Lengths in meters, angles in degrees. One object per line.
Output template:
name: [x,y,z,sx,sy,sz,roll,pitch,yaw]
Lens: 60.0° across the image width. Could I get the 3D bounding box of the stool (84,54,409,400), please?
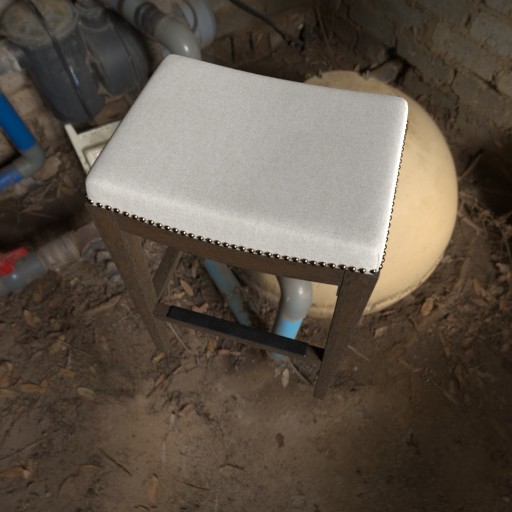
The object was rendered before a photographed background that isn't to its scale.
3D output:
stool: [0.000,0.000,1.042,0.498,0.759,0.358,14,59,9]
